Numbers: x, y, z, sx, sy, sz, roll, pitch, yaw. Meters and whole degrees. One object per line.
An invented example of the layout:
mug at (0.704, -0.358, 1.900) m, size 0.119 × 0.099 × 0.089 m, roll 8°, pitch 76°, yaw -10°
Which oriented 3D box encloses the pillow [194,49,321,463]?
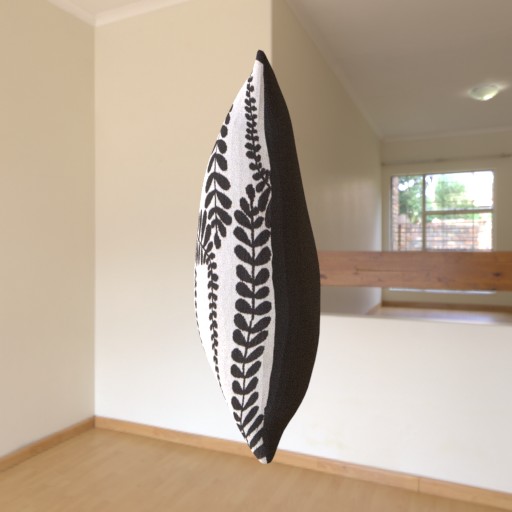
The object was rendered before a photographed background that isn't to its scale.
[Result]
pillow at (0.000, 0.000, 0.669) m, size 0.182 × 0.441 × 0.440 m, roll 0°, pitch 1°, yaw -1°
